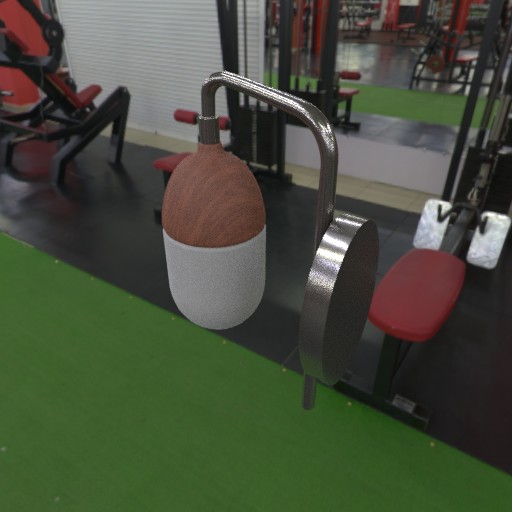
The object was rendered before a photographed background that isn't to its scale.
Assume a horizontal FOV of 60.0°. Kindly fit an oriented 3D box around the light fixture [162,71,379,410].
[{"bbox_3d":[0.000,0.000,0.448,0.216,0.343,0.108,21,37,30],"label":"light fixture"}]
